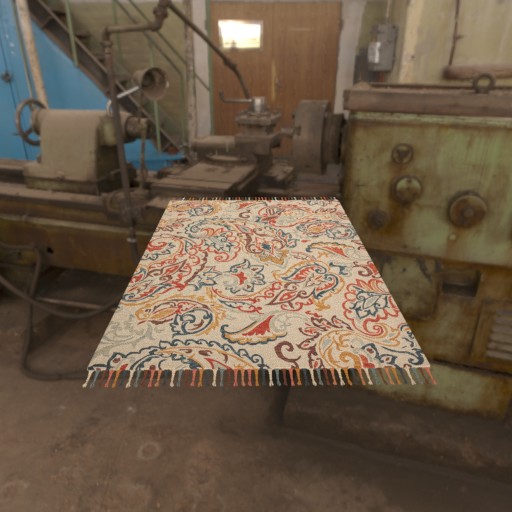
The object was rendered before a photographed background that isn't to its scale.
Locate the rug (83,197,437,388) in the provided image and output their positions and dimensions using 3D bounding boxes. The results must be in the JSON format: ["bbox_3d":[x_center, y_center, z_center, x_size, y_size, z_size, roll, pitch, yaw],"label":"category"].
[{"bbox_3d":[0.000,0.000,2.387,1.218,0.010,1.997,0,26,-1],"label":"rug"}]
